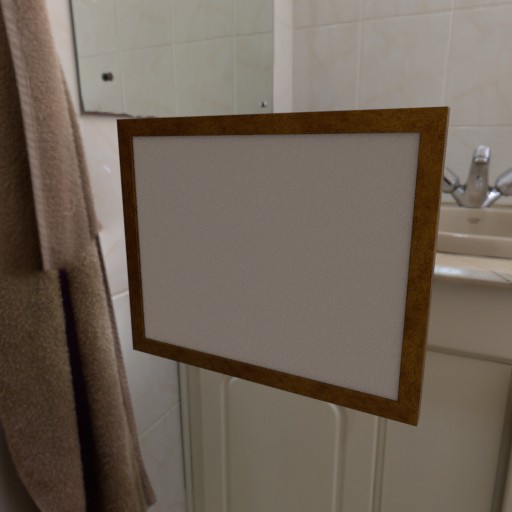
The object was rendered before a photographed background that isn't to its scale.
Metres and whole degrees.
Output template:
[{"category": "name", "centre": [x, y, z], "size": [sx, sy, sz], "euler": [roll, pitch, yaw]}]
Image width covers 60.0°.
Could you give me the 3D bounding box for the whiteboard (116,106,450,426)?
[{"category": "whiteboard", "centre": [0.000, 0.000, 0.750], "size": [0.561, 0.457, 0.029], "euler": [7, 15, 27]}]
